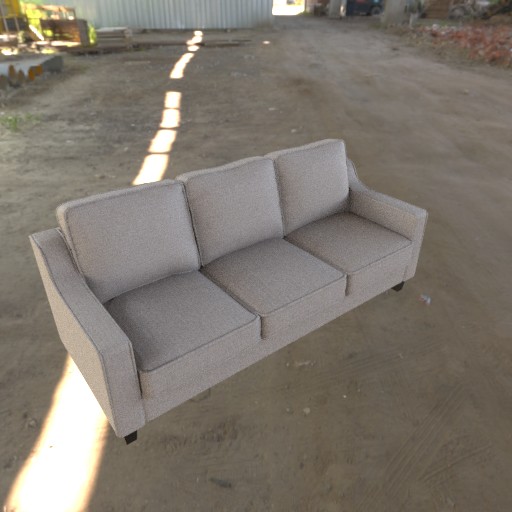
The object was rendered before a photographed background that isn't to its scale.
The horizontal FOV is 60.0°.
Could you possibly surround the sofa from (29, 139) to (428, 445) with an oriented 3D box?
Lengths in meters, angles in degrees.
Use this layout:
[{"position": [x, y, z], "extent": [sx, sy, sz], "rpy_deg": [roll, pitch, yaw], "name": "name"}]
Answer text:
[{"position": [0.000, 0.000, 2.570], "extent": [2.129, 0.950, 0.899], "rpy_deg": [-21, 37, -32], "name": "sofa"}]
